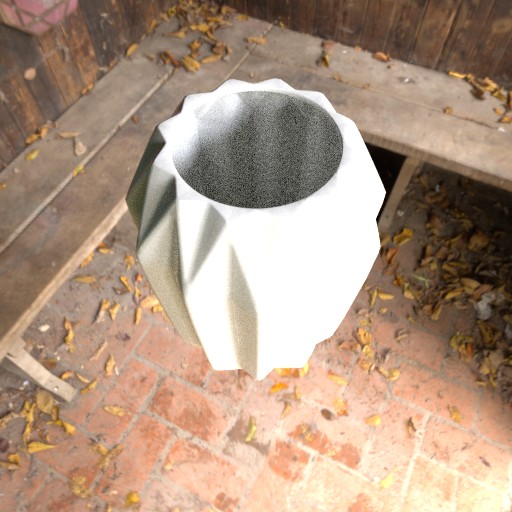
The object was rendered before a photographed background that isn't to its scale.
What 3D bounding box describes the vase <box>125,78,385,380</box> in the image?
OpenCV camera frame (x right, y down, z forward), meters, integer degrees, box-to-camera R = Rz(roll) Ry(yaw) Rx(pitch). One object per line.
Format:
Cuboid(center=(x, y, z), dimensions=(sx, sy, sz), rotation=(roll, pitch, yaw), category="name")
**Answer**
Cuboid(center=(0.000, 0.000, 0.400), dimensions=(0.195, 0.275, 0.195), rotation=(0, 57, 0), category="vase")
